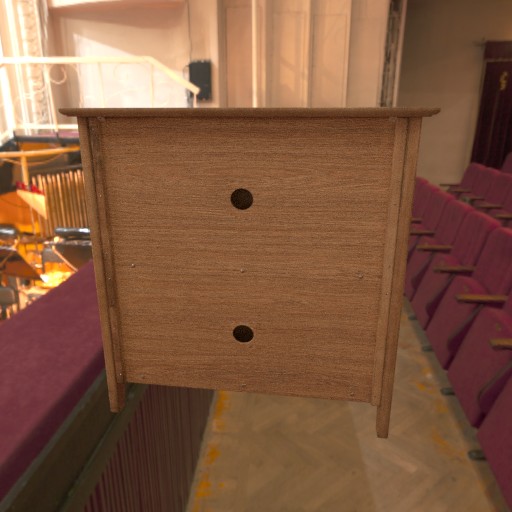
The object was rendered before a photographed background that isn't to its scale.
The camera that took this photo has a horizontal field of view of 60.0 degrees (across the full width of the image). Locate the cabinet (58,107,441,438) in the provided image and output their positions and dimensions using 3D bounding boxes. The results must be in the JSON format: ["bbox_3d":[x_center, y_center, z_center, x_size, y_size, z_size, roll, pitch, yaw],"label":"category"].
[{"bbox_3d":[0.000,0.000,1.211,0.763,0.762,0.503,2,18,8],"label":"cabinet"}]
